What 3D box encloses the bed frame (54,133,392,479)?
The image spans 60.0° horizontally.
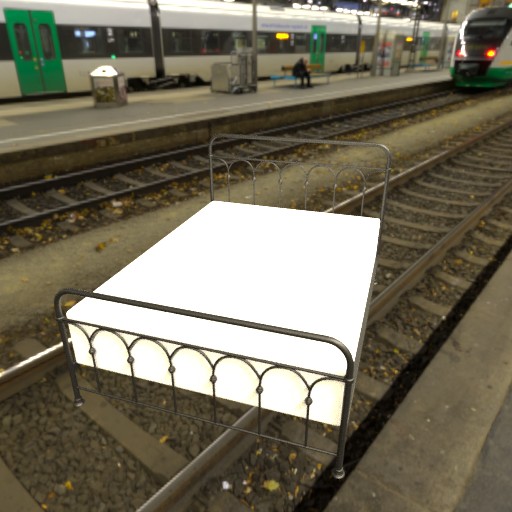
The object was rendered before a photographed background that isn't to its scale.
[{"bbox_3d":[0.000,0.000,3.151,1.664,1.276,2.203,8,27,16],"label":"bed frame"}]
